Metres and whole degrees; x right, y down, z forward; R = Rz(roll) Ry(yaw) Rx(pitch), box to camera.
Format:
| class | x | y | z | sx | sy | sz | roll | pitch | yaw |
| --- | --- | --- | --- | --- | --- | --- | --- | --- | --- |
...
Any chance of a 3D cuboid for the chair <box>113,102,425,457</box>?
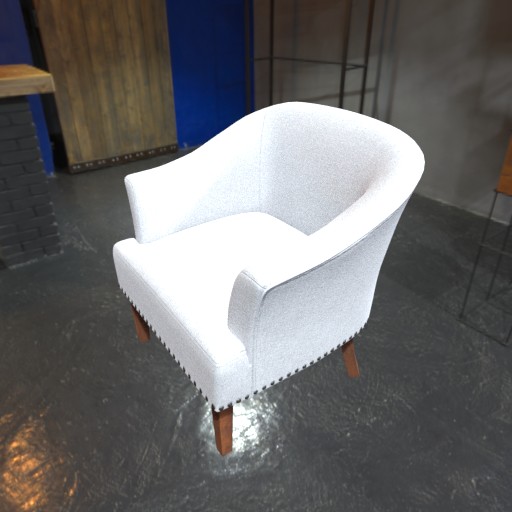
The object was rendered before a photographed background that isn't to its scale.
| class | x | y | z | sx | sy | sz | roll | pitch | yaw |
| --- | --- | --- | --- | --- | --- | --- | --- | --- | --- |
| chair | 0.000 | 0.000 | 1.400 | 0.704 | 0.815 | 0.798 | -19 | 35 | -30 |
